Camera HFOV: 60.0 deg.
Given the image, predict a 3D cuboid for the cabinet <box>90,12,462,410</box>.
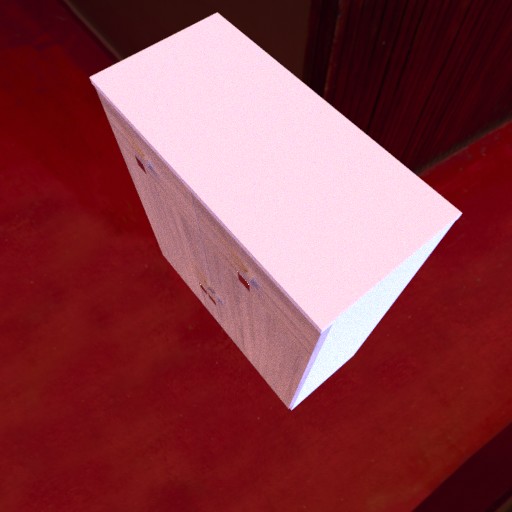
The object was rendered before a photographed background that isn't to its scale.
[{"bbox_3d":[0.000,0.000,1.080,0.296,0.815,0.600,-36,68,-17],"label":"cabinet"}]
